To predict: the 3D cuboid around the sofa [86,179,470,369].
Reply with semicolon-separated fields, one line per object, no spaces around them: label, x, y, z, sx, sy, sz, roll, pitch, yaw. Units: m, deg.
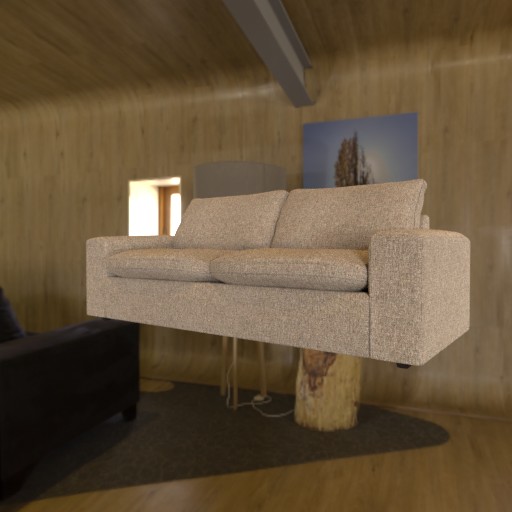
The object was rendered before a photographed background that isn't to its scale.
sofa;0.000;0.000;2.805;2.299;0.922;1.040;1;1;36
